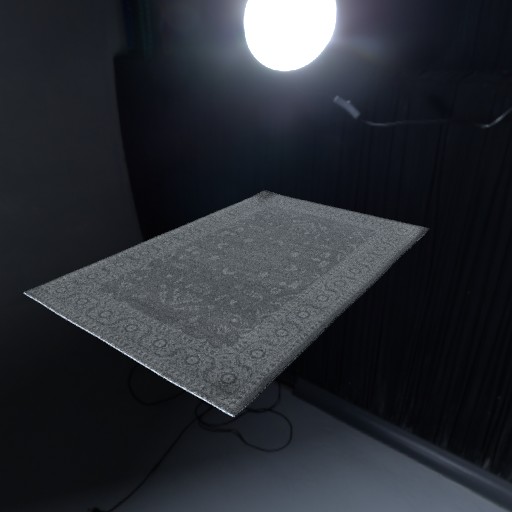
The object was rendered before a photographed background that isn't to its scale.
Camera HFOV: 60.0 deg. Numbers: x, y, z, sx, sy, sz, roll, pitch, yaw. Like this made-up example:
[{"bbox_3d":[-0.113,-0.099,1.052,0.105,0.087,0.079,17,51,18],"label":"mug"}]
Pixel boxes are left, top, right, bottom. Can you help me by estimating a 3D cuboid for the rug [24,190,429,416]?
[{"bbox_3d":[0.000,0.000,2.286,1.209,0.019,1.828,18,31,33],"label":"rug"}]
